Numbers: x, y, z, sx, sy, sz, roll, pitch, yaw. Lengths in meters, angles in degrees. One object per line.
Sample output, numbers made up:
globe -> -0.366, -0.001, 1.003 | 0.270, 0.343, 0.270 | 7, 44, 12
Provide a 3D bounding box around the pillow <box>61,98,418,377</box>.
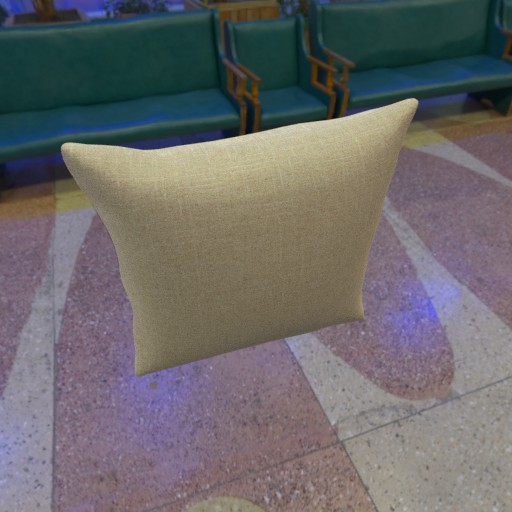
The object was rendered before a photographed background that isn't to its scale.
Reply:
pillow -> 0.000, 0.000, 0.620 | 0.414, 0.399, 0.173 | -12, 42, -13
